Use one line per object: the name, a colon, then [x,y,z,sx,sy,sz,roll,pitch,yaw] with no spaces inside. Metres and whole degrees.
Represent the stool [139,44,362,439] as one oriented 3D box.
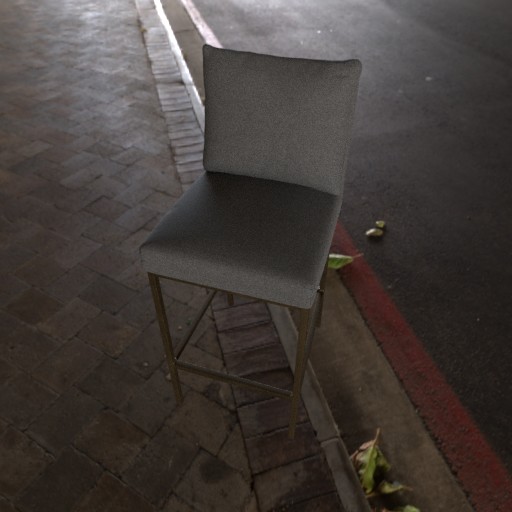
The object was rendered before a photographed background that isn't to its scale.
stool: [0.000,0.000,1.404,0.463,1.130,0.569,12,43,13]
